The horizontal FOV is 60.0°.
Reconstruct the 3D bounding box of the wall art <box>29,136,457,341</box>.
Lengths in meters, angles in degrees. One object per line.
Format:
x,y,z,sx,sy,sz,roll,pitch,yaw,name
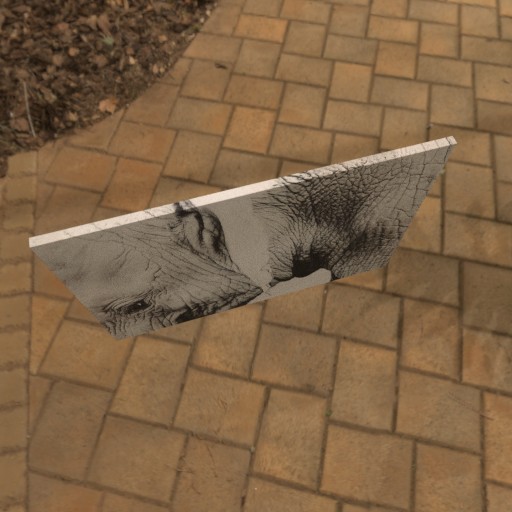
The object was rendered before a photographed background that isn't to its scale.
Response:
0.000,0.000,1.184,0.914,0.607,0.023,-15,63,-8,wall art
